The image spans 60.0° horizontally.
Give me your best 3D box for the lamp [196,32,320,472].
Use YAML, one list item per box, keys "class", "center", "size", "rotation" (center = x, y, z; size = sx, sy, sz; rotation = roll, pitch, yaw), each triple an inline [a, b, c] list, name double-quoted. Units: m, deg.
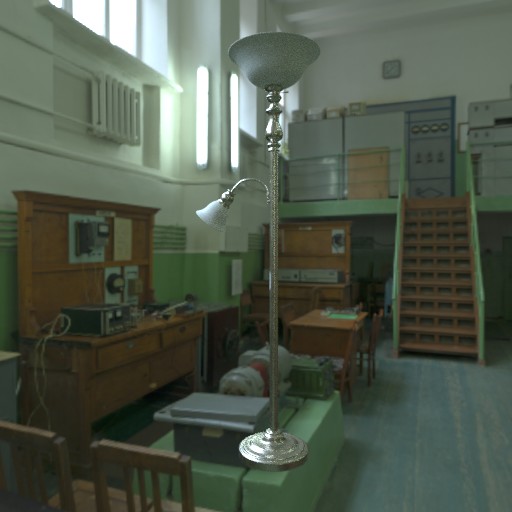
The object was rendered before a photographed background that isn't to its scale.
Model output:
- class: "lamp"
  center: [0.000, 0.000, 2.003]
  size: [0.575, 1.785, 0.405]
  rotation: [0, 1, 19]
